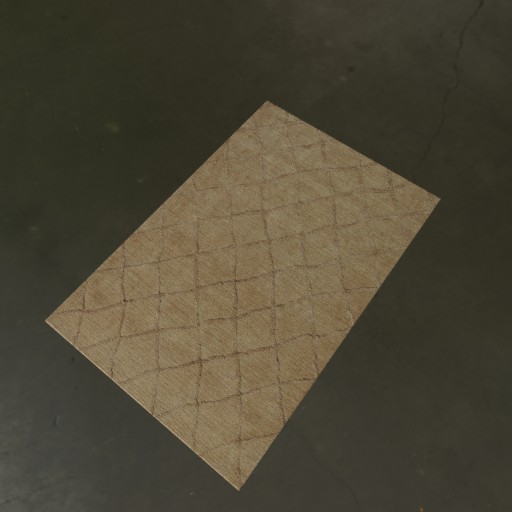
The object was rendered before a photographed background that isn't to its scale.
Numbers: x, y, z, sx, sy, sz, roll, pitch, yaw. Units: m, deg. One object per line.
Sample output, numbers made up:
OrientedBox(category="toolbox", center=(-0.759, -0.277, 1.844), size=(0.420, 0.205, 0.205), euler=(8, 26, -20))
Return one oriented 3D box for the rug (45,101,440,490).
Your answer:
OrientedBox(category="rug", center=(0.000, 0.000, 2.935), size=(1.528, 0.014, 2.292), euler=(35, 69, 15))
